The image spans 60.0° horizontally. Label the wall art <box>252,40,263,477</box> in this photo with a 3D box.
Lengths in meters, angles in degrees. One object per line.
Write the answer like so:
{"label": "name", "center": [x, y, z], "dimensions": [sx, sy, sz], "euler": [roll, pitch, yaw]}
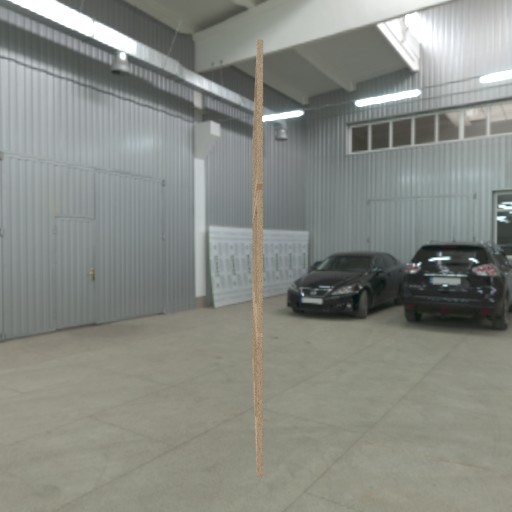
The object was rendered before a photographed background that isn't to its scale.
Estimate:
{"label": "wall art", "center": [0.000, 0.000, 1.379], "dimensions": [0.012, 0.910, 0.917], "euler": [0, 1, -1]}
